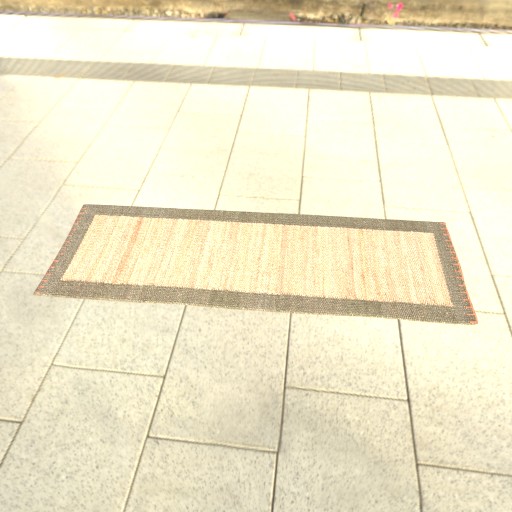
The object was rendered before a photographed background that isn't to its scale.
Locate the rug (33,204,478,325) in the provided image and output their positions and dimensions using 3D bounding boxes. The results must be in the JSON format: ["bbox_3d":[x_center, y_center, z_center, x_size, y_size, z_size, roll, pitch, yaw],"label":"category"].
[{"bbox_3d":[0.000,0.000,2.668,2.413,0.016,0.810,4,46,3],"label":"rug"}]
